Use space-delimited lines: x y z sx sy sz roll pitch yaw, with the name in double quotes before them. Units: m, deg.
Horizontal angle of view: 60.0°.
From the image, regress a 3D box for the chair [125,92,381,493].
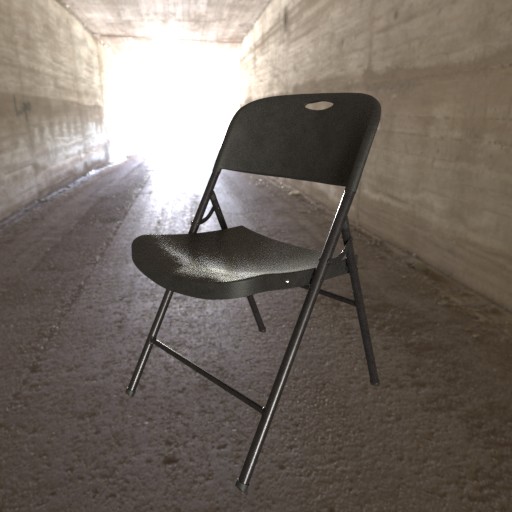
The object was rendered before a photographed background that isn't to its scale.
"chair" 0.000 0.000 1.155 0.566 0.810 0.494 -17 25 -42
